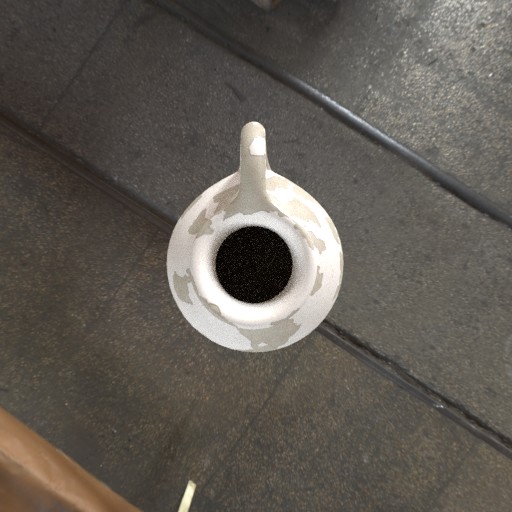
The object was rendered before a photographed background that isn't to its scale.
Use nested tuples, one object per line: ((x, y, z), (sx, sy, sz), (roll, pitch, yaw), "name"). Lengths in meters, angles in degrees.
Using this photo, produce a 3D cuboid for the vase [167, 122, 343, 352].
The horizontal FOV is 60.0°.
((0.000, 0.000, 0.491), (0.186, 0.382, 0.203), (0, 90, 1), "vase")
